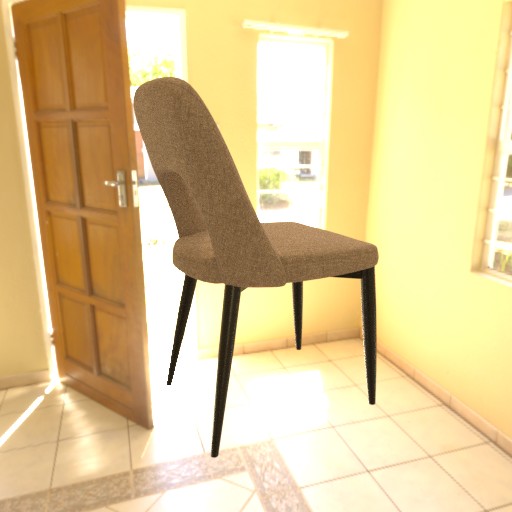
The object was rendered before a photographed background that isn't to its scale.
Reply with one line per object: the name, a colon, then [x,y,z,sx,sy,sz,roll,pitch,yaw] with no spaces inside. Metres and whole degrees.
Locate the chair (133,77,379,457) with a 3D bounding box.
chair: [0.000,0.000,1.295,0.612,0.931,0.470,-7,16,-27]
